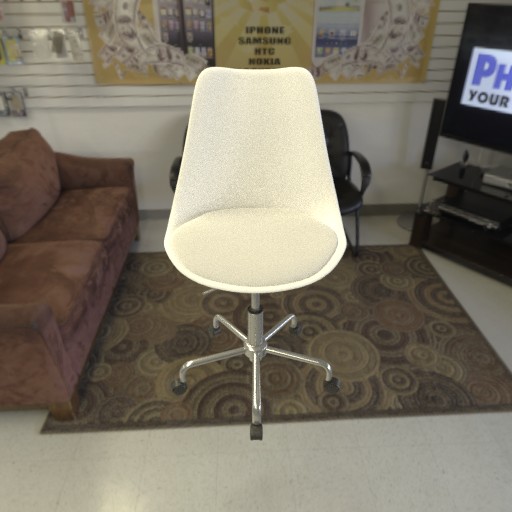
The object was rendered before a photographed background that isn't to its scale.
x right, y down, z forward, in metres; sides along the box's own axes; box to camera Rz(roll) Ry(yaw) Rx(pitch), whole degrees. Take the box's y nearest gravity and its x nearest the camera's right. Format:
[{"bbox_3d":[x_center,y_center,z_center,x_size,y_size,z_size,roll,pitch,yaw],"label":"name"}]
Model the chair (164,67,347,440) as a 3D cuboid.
[{"bbox_3d":[0.000,0.000,1.263,0.550,0.930,0.550,0,31,0],"label":"chair"}]
